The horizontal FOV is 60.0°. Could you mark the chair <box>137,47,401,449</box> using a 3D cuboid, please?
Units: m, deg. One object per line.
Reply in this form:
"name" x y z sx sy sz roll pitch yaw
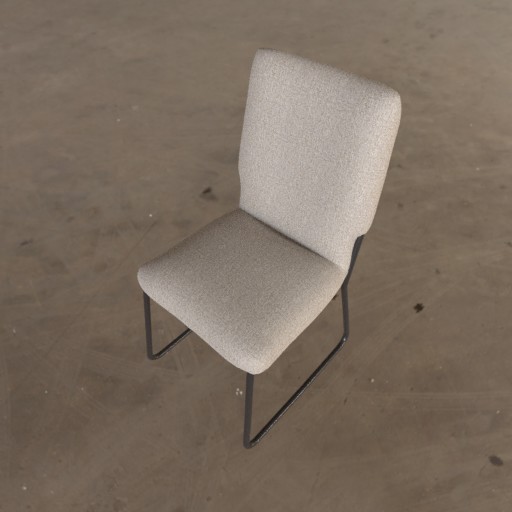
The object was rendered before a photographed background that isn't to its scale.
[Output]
"chair" 0.000 0.000 1.178 0.448 0.864 0.560 32 53 28
